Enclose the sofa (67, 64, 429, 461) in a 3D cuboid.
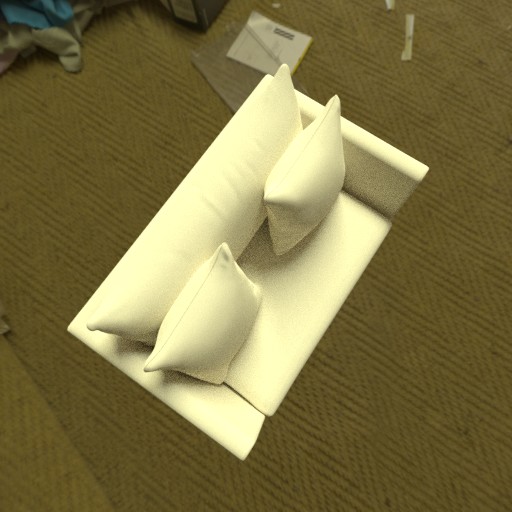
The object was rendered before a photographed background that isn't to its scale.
[{"bbox_3d":[0.000,0.000,2.266,1.026,1.039,1.608,33,78,8],"label":"sofa"}]
